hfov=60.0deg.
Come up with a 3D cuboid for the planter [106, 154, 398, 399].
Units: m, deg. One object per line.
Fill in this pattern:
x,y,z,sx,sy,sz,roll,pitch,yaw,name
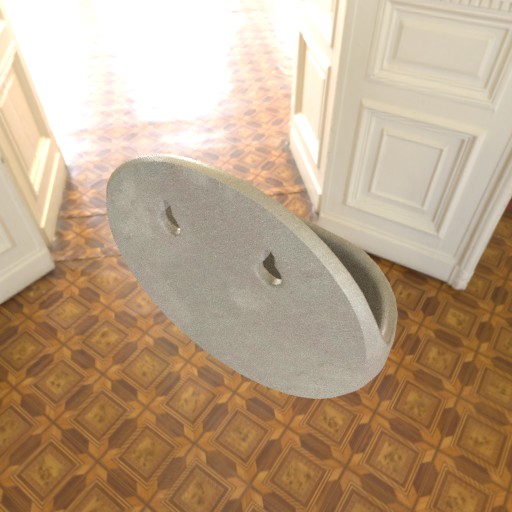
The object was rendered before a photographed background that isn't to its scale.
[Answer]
0.000,0.000,0.272,0.190,0.164,0.073,27,52,23,planter
